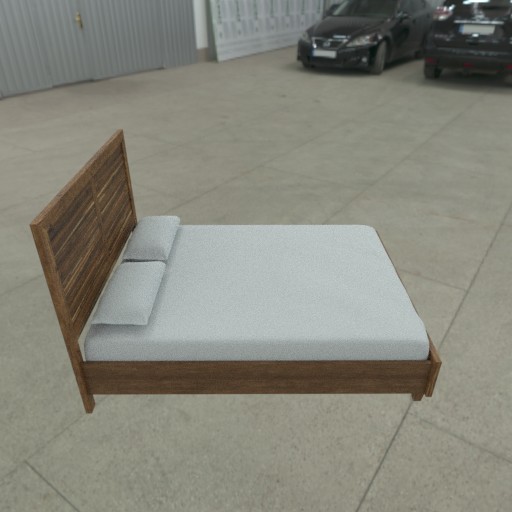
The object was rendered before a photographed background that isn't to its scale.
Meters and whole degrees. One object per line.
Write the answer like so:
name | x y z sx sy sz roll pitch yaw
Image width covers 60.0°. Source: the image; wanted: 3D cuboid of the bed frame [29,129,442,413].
bed frame | 0.000 0.000 3.306 2.276 1.417 1.696 0 32 0
